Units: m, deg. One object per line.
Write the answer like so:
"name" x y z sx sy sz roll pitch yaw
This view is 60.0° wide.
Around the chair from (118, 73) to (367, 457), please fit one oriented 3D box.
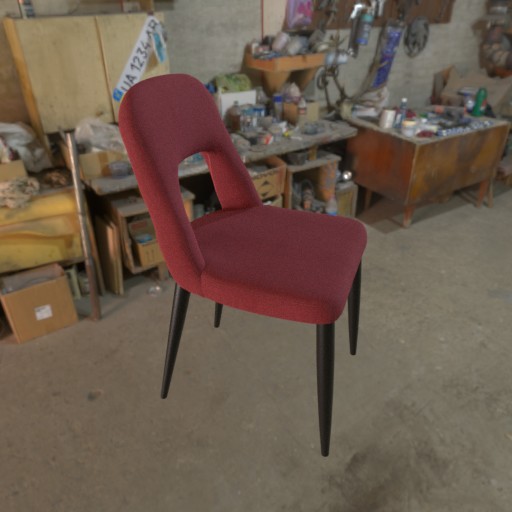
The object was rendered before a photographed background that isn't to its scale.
"chair" 0.000 0.000 1.210 0.569 0.892 0.483 11 31 18
